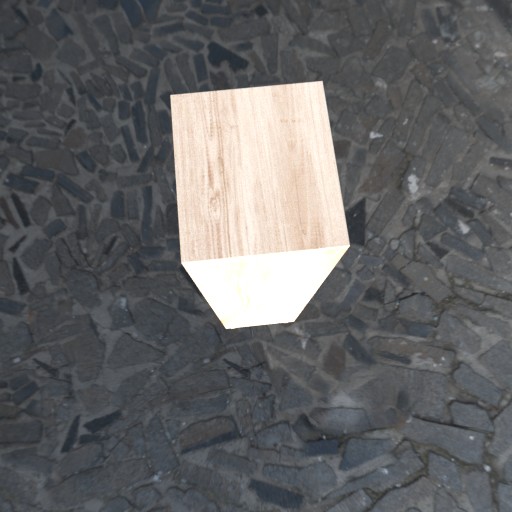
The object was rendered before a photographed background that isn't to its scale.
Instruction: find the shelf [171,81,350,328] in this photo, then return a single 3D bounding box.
[{"bbox_3d":[0.000,0.000,2.187,0.450,1.960,0.510,-6,75,-2],"label":"shelf"}]
